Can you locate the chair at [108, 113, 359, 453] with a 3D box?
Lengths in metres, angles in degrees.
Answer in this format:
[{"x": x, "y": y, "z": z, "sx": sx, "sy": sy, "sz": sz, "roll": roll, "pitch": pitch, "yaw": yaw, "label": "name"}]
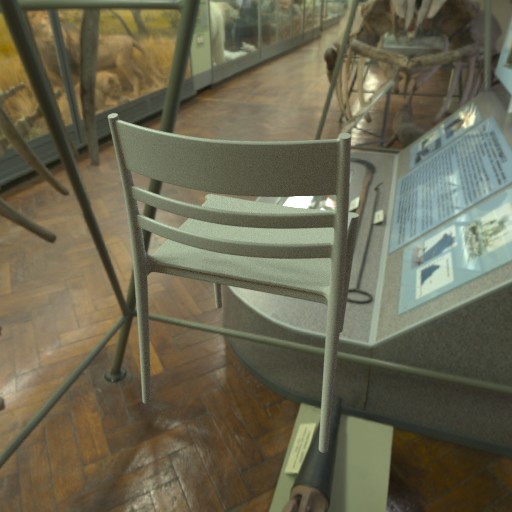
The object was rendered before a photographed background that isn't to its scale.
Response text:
[{"x": 0.000, "y": 0.000, "z": 1.180, "sx": 0.531, "sy": 0.800, "sz": 0.511, "roll": 9, "pitch": 32, "yaw": 15, "label": "chair"}]
